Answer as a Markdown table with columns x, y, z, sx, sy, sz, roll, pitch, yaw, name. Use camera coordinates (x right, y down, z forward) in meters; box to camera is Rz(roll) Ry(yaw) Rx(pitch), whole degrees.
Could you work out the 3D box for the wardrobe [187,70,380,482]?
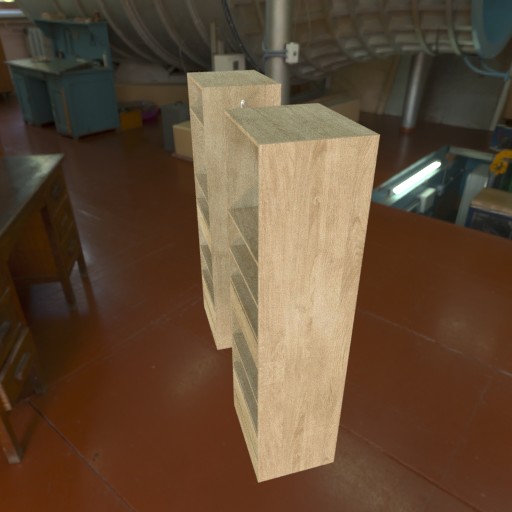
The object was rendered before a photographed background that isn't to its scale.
| x | y | z | sx | sy | sz | roll | pitch | yaw | name |
| --- | --- | --- | --- | --- | --- | --- | --- | --- | --- |
| 0.000 | 0.000 | 2.880 | 0.480 | 2.000 | 1.770 | -8 | 31 | -14 | wardrobe |
